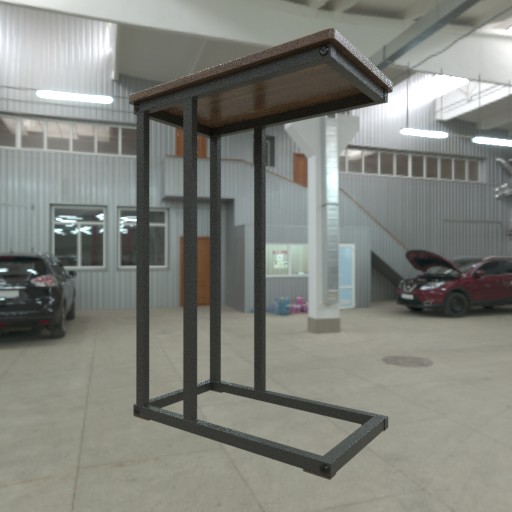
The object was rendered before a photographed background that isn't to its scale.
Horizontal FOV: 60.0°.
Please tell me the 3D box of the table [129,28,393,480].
[{"bbox_3d":[0.000,0.000,0.851,0.450,0.637,0.254,0,0,36],"label":"table"}]
